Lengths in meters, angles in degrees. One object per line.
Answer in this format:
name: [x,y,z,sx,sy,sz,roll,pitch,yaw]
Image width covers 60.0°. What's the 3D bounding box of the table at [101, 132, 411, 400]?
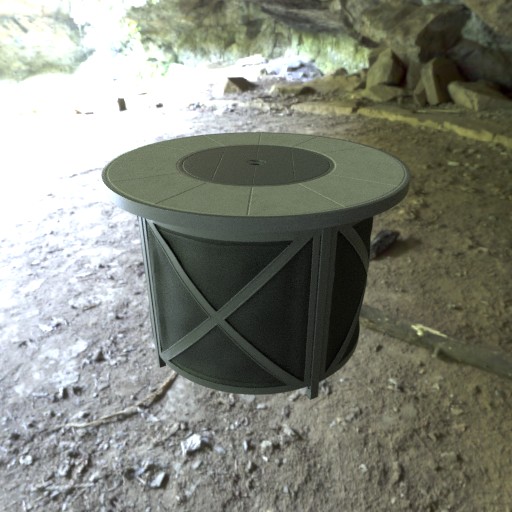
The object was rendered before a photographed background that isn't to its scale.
table: [0.000,0.000,1.518,0.914,0.650,0.914,0,27,0]
